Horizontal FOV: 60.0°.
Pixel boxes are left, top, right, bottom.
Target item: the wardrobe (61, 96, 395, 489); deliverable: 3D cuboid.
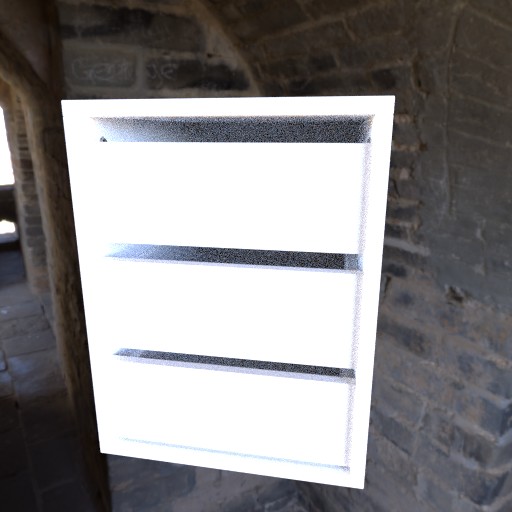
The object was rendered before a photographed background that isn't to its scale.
[{"bbox_3d":[0.000,0.000,0.822,0.400,0.520,0.500,3,16,10],"label":"wardrobe"}]
